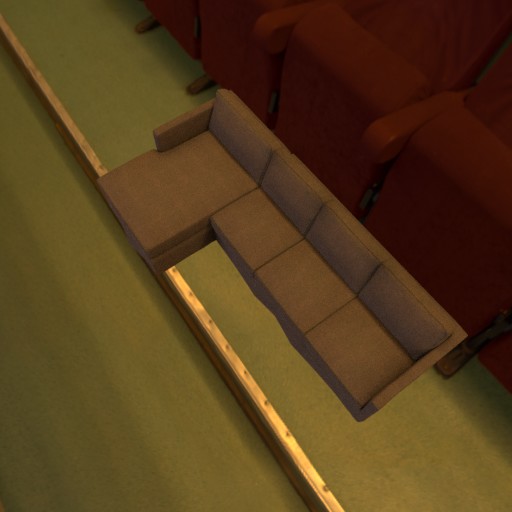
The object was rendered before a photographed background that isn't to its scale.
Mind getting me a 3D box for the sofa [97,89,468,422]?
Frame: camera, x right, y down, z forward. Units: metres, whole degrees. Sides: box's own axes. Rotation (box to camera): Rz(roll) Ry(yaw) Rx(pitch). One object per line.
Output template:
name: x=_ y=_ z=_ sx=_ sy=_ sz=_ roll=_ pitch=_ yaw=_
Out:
sofa: x=0.000 y=0.000 z=3.935 sx=1.650 sy=0.922 sz=3.205 roll=-33 pitch=67 yaw=-16
